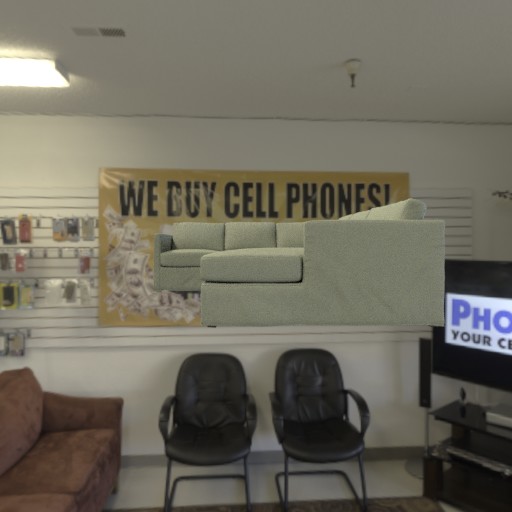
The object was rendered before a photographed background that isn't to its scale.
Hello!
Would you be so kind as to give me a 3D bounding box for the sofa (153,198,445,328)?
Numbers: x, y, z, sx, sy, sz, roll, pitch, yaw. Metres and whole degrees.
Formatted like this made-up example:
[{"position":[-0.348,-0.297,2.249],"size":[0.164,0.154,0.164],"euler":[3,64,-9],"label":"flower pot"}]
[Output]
[{"position":[0.000,0.000,4.557],"size":[2.427,0.882,3.460],"euler":[0,1,-1],"label":"sofa"}]
